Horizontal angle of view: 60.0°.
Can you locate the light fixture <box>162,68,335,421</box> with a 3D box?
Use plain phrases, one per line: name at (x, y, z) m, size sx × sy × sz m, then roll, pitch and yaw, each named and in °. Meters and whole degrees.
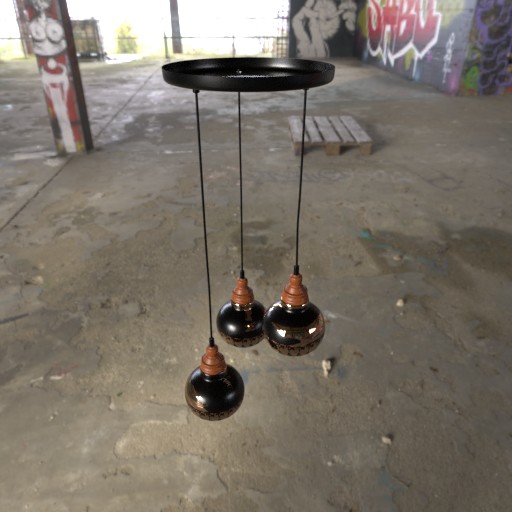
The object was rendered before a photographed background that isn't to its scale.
light fixture at (0.000, 0.000, 1.778) m, size 0.605 × 1.410 × 0.608 m, roll 8°, pitch 30°, yaw 14°
